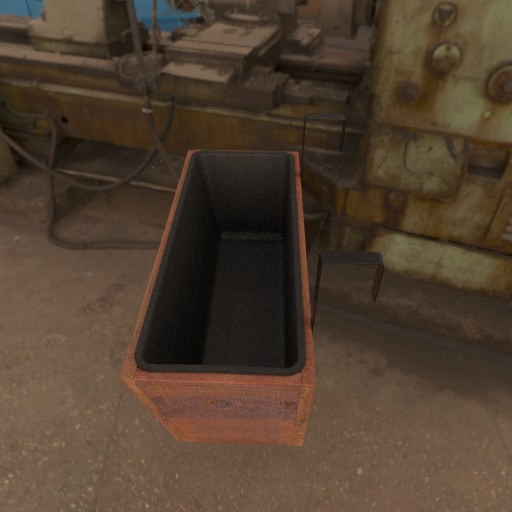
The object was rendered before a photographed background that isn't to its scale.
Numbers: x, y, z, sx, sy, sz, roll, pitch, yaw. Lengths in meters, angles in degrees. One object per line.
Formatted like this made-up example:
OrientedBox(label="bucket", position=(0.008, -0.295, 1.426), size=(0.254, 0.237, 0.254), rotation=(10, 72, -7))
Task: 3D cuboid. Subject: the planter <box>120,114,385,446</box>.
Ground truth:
OrientedBox(label="planter", position=(0.000, 0.000, 0.653), size=(0.262, 0.289, 0.480), rotation=(1, 42, 1))
